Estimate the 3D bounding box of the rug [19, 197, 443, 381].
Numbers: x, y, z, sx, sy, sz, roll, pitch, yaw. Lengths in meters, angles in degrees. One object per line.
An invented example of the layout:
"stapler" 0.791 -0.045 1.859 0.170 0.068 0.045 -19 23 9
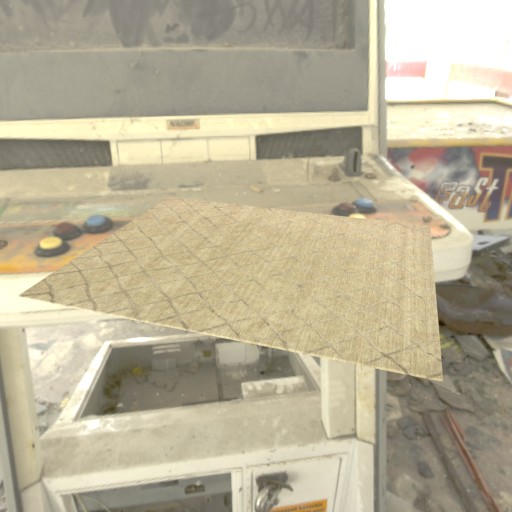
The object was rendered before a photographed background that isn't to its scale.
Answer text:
"rug" 0.000 0.000 4.001 3.038 0.019 2.420 8 28 16
